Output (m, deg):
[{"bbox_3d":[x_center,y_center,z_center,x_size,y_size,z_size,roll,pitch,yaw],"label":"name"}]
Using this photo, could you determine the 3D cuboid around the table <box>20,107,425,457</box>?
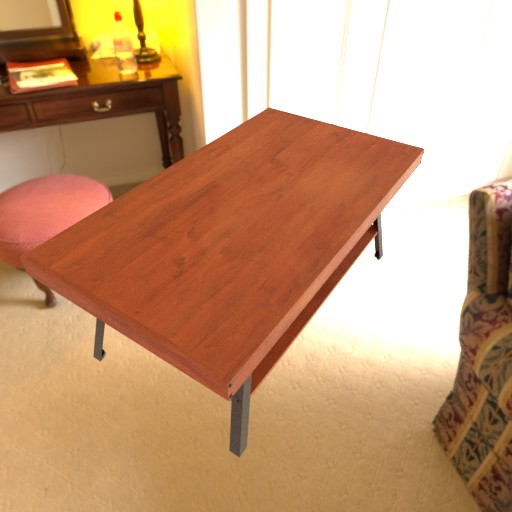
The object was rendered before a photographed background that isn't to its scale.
[{"bbox_3d":[0.000,0.000,1.386,0.610,0.457,1.067,24,46,25],"label":"table"}]
